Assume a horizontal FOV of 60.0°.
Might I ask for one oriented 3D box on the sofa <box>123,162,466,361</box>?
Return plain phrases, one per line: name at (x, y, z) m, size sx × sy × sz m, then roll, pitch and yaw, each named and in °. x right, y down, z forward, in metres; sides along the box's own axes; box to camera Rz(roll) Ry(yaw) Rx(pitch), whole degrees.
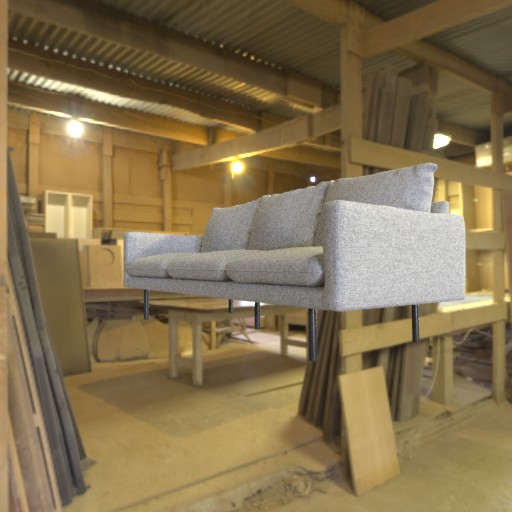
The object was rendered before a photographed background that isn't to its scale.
sofa at (0.000, 0.000, 2.517) m, size 0.850 × 0.830 × 2.000 m, roll 1°, pitch -1°, yaw -37°
